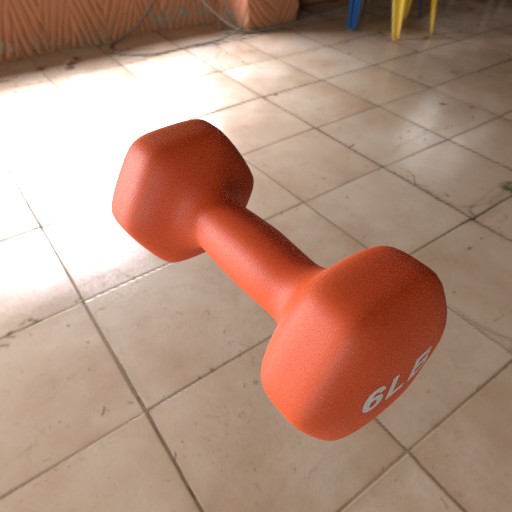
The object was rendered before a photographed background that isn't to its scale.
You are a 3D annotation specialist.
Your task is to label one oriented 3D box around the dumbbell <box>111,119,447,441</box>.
[{"bbox_3d":[0.000,0.000,0.200,0.079,0.071,0.162,-27,49,-26],"label":"dumbbell"}]
